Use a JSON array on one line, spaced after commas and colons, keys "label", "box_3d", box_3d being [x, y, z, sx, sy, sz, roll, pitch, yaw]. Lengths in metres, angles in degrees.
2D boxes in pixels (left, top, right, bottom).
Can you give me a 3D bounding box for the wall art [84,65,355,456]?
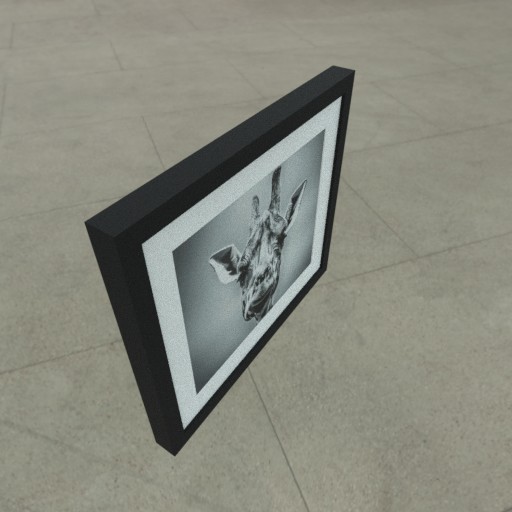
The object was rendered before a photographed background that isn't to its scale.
[{"label": "wall art", "box_3d": [0.000, 0.000, 0.530, 0.031, 0.330, 0.381, 24, 47, 25]}]
